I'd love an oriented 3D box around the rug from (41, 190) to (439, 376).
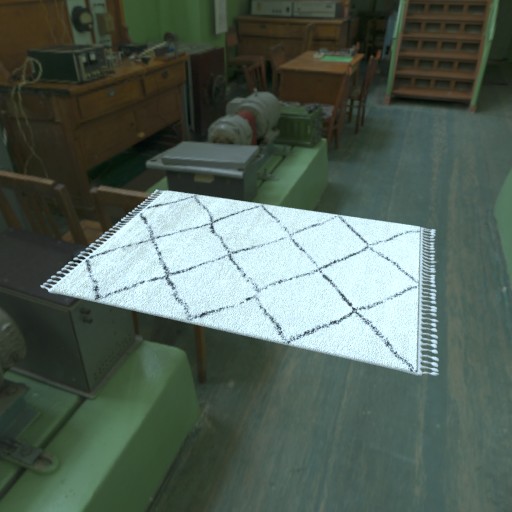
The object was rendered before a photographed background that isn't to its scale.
[{"bbox_3d":[0.000,0.000,2.964,2.307,0.031,1.494,10,34,15],"label":"rug"}]
